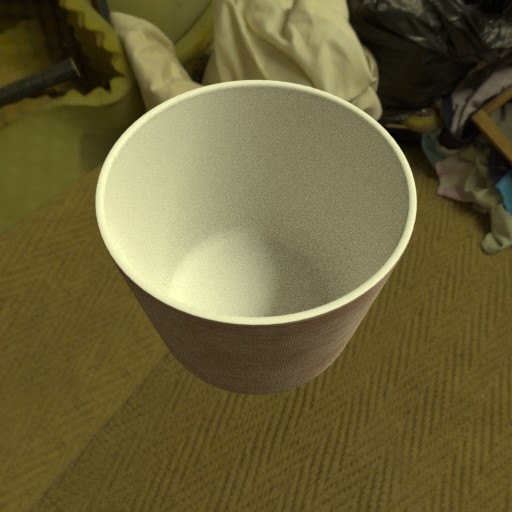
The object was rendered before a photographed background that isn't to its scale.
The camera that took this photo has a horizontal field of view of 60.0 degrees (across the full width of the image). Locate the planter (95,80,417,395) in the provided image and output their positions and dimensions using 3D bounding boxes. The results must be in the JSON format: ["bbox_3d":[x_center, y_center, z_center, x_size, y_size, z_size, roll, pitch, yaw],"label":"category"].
[{"bbox_3d":[0.000,0.000,0.783,0.440,0.398,0.440,0,57,0],"label":"planter"}]
